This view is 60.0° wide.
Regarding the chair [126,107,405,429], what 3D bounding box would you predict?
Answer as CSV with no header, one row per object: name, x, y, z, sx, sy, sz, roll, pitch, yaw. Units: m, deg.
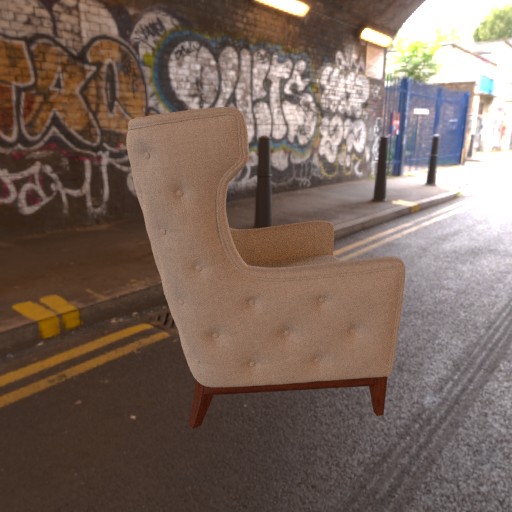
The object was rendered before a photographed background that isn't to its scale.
chair,0.000,0.000,1.745,0.899,1.079,0.778,-3,16,-10
